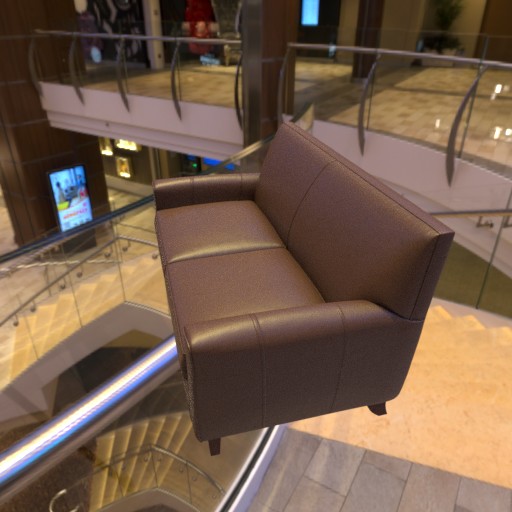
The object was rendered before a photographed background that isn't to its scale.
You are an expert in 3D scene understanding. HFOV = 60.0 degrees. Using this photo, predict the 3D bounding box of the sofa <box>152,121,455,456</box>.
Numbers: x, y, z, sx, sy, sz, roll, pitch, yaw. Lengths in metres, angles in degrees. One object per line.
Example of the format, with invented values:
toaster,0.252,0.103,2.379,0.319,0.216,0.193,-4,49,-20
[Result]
sofa,0.000,0.000,2.054,0.853,0.859,1.468,-8,31,-13
